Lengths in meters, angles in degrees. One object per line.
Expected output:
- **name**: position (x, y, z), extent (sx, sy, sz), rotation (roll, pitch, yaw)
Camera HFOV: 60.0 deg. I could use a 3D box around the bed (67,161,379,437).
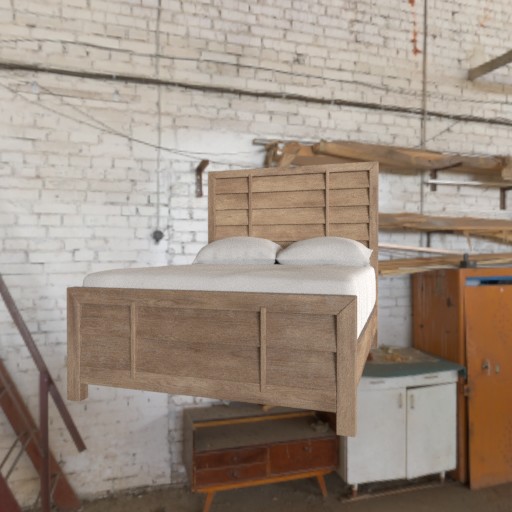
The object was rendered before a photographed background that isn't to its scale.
- **bed**: position (0.000, 0.000, 3.218), extent (1.615, 1.631, 2.017), rotation (0, 1, 18)
